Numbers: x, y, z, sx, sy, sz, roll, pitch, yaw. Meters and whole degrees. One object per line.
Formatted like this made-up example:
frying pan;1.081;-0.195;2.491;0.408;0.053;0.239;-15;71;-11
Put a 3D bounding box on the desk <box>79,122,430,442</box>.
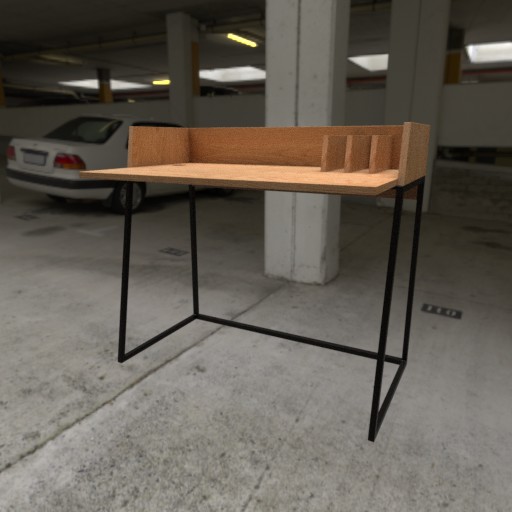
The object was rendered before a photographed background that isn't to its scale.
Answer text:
desk;0.000;0.000;1.873;1.191;1.061;0.769;8;17;27
